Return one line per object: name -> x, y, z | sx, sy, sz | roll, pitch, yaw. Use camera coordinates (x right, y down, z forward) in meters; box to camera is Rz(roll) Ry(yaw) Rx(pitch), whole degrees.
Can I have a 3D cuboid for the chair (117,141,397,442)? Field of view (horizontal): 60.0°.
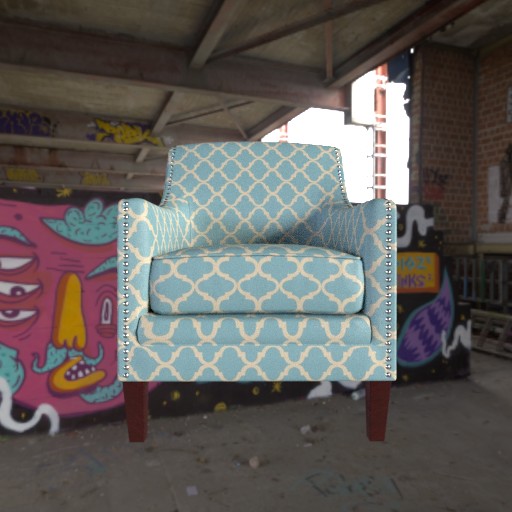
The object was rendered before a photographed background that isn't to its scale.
chair -> 0.000, 0.000, 1.301 | 0.617, 0.817, 0.686 | 0, 1, 0
